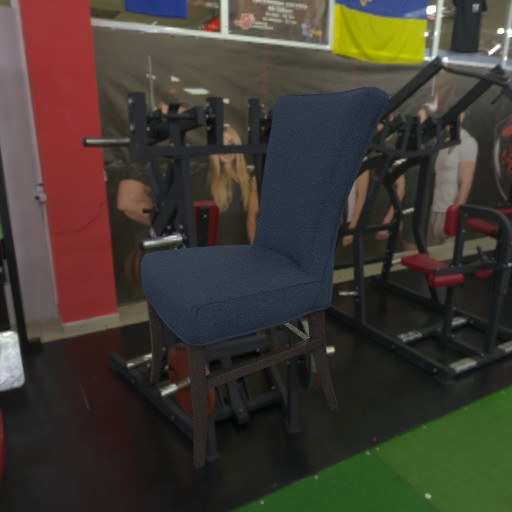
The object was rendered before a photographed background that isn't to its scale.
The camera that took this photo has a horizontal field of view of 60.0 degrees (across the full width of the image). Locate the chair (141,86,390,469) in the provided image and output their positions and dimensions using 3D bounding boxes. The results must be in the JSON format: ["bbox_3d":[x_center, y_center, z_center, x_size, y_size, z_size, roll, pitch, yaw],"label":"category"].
[{"bbox_3d":[0.000,0.000,1.400,0.660,0.991,0.520,-8,18,-26],"label":"chair"}]
